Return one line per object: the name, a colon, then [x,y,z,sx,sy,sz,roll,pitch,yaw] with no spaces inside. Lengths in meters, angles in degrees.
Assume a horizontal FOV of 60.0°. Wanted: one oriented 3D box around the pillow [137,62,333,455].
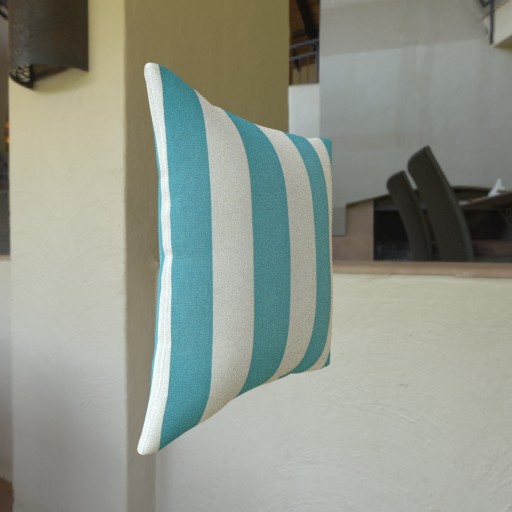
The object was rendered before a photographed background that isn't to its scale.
pillow: [0.000,0.000,0.801,0.189,0.526,0.536,1,1,36]
